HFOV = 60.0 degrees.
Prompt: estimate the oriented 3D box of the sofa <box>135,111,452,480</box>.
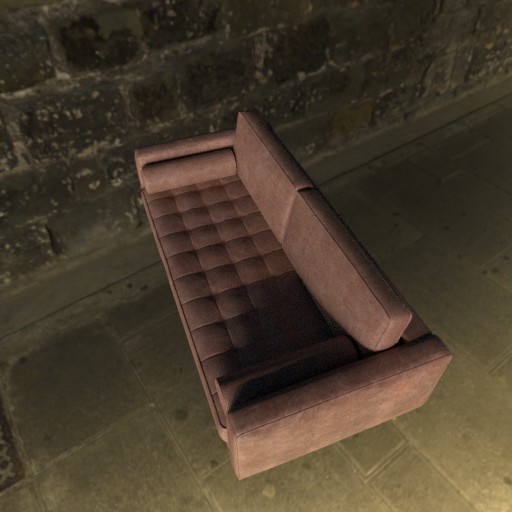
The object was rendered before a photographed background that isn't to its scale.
[{"bbox_3d":[0.000,0.000,2.291,0.910,0.760,1.870,-15,48,-14],"label":"sofa"}]
